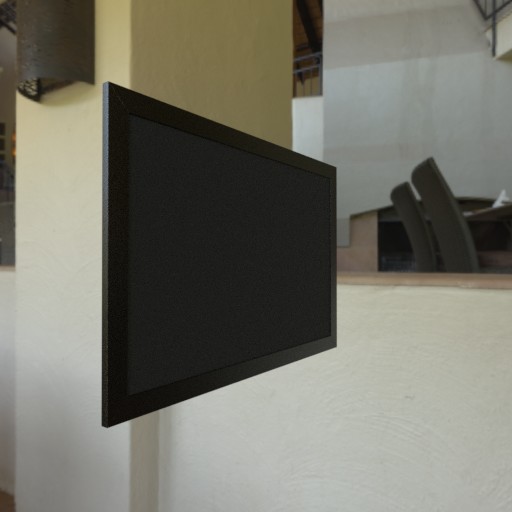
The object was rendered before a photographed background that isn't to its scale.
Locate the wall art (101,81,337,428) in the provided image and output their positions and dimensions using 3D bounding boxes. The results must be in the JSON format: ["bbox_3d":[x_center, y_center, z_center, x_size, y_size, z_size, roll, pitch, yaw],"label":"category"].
[{"bbox_3d":[0.000,0.000,0.840,0.013,0.447,0.660,0,-1,36],"label":"wall art"}]
